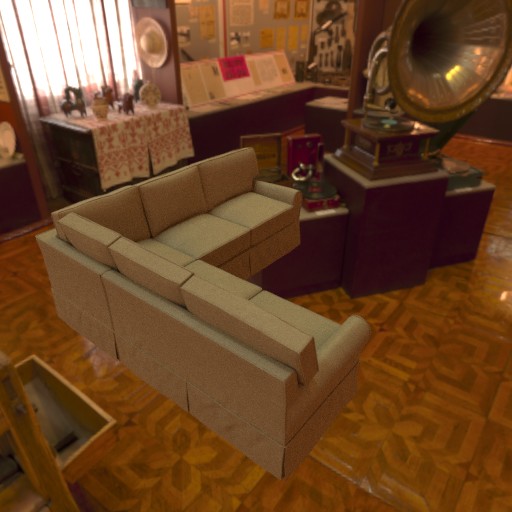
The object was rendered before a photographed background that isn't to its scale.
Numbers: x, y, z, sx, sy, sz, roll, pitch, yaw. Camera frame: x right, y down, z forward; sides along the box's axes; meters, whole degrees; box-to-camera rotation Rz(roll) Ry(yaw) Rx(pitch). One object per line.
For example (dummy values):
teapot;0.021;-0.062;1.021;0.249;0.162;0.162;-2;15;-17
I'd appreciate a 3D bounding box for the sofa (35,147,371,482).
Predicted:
sofa;0.000;0.000;3.978;2.618;1.081;2.623;22;37;33
